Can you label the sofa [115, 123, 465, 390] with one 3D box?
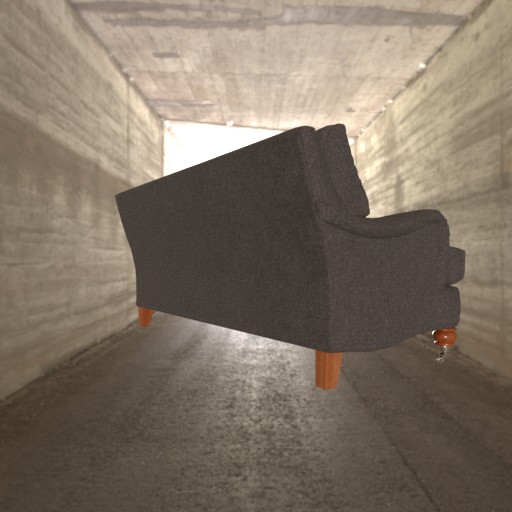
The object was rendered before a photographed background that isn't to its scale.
[{"bbox_3d":[0.000,0.000,2.724,1.087,1.054,2.160,0,0,-35],"label":"sofa"}]
